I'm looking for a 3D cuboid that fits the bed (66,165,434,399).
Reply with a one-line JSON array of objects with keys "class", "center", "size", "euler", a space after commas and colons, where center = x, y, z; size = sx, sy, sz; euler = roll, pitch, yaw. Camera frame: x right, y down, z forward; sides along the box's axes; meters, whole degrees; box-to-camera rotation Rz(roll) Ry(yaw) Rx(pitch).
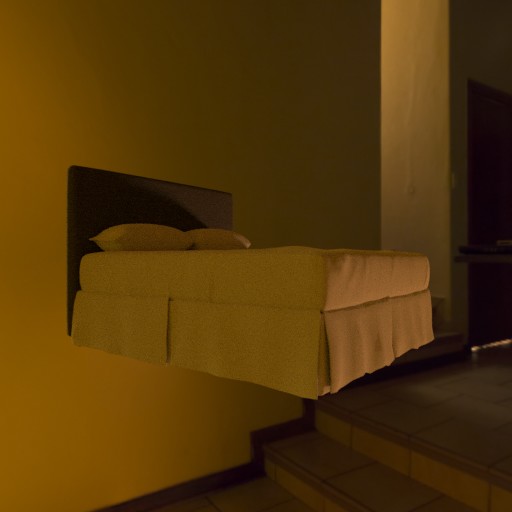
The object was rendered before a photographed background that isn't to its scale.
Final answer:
[{"class": "bed", "center": [0.000, 0.000, 3.315], "size": [2.142, 1.330, 1.884], "euler": [0, 0, 36]}]
